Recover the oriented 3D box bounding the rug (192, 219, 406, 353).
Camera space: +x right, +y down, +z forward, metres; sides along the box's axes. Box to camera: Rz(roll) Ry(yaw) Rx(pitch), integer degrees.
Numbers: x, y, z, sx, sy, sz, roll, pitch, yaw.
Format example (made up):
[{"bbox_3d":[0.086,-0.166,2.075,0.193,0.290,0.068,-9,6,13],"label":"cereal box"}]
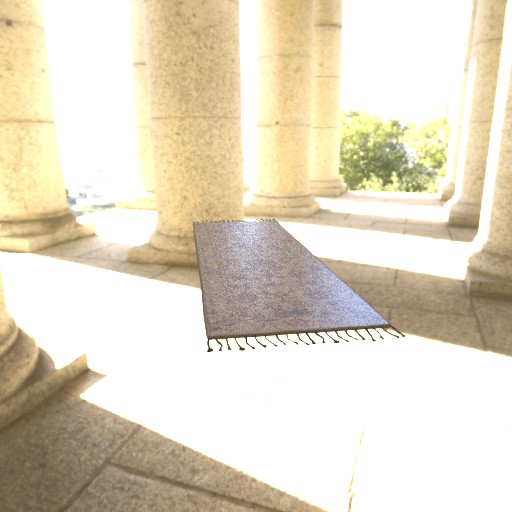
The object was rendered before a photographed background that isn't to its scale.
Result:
[{"bbox_3d":[0.000,0.000,2.713,0.729,0.021,2.438,-2,15,-9],"label":"rug"}]
